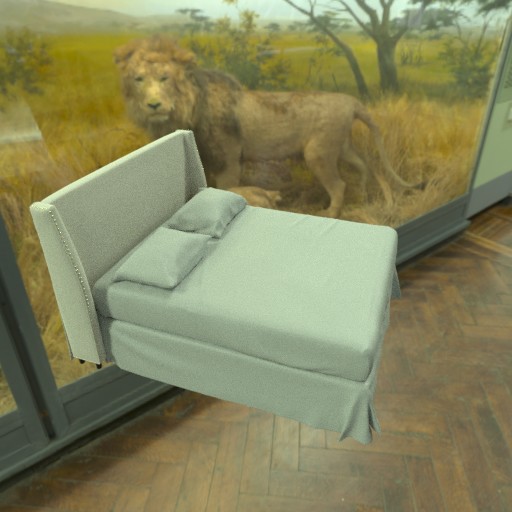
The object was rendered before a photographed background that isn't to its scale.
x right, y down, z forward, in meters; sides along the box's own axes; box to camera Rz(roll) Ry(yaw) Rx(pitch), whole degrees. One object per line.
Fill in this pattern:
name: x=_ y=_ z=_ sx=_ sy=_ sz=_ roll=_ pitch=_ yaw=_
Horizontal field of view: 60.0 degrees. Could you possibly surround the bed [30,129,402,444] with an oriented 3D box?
bed: x=0.000 y=0.000 z=3.446 sx=2.276 sy=1.332 sz=1.925 roll=11 pitch=32 yaw=17
